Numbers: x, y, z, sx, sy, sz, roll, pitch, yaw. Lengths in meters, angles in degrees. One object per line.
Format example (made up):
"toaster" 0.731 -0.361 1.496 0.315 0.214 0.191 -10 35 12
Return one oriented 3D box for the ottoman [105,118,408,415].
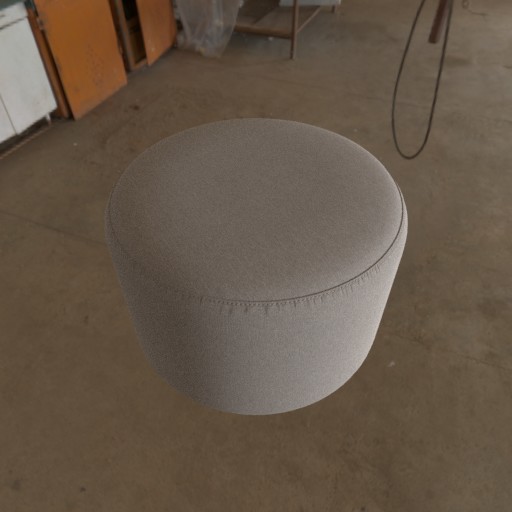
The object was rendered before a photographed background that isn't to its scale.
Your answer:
"ottoman" 0.000 0.000 1.020 0.608 0.433 0.608 0 45 0
